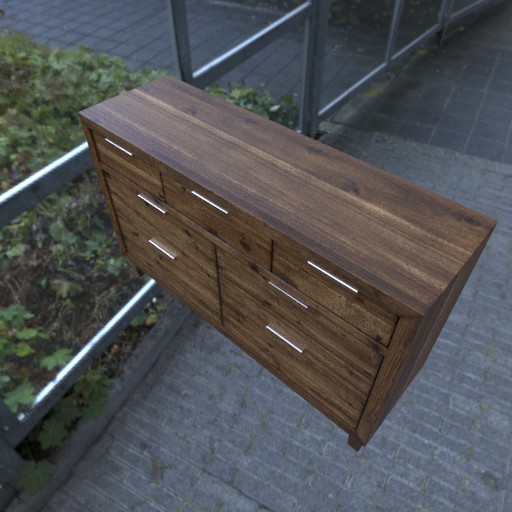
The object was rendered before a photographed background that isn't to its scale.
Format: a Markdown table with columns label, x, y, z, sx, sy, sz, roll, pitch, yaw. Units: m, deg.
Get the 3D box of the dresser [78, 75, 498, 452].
| label | x | y | z | sx | sy | sz | roll | pitch | yaw |
| --- | --- | --- | --- | --- | --- | --- | --- | --- | --- |
| dresser | 0.000 | 0.000 | 1.740 | 1.387 | 0.892 | 0.438 | 33 | 54 | 28 |
